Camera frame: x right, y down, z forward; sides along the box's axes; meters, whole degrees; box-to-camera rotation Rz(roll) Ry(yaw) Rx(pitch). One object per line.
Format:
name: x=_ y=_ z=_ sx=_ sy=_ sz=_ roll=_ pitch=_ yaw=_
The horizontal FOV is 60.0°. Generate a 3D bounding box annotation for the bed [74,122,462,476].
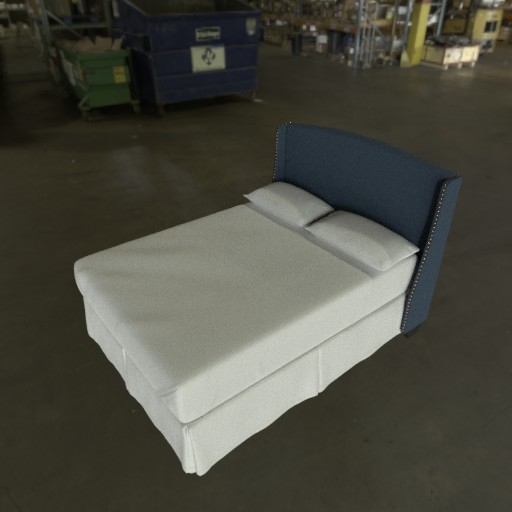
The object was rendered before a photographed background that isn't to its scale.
bed: x=0.000 y=0.000 z=3.277 sx=2.237 sy=1.407 sz=1.710 roll=-23 pitch=38 yaw=-32
